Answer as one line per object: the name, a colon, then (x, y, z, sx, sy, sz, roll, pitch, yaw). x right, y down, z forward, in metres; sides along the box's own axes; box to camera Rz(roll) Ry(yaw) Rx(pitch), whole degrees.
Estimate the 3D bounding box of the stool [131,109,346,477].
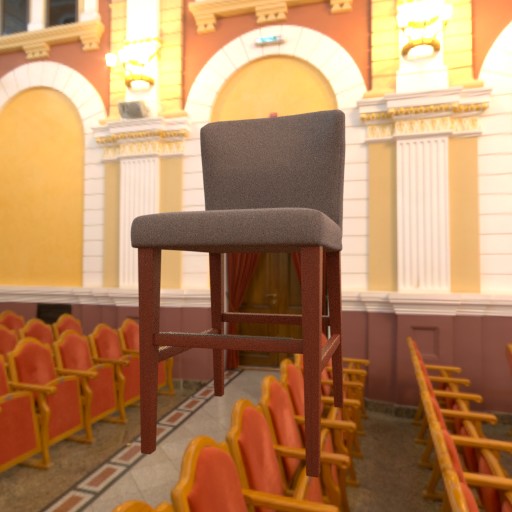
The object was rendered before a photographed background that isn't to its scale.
stool: (0.000, 0.000, 1.272, 0.481, 0.968, 0.568, 0, -1, 17)
